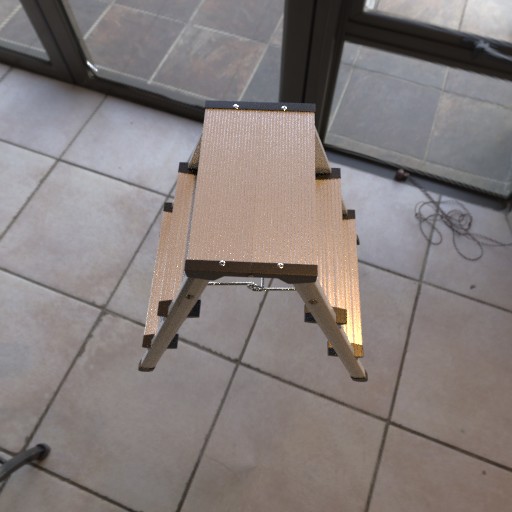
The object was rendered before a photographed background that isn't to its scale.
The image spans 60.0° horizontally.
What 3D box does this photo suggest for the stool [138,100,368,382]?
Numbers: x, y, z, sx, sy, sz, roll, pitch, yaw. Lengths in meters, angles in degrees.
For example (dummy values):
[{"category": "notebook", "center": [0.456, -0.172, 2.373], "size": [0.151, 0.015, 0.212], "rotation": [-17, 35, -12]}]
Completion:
[{"category": "stool", "center": [0.000, 0.000, 1.018], "size": [0.622, 0.605, 0.437], "rotation": [2, 65, 1]}]
